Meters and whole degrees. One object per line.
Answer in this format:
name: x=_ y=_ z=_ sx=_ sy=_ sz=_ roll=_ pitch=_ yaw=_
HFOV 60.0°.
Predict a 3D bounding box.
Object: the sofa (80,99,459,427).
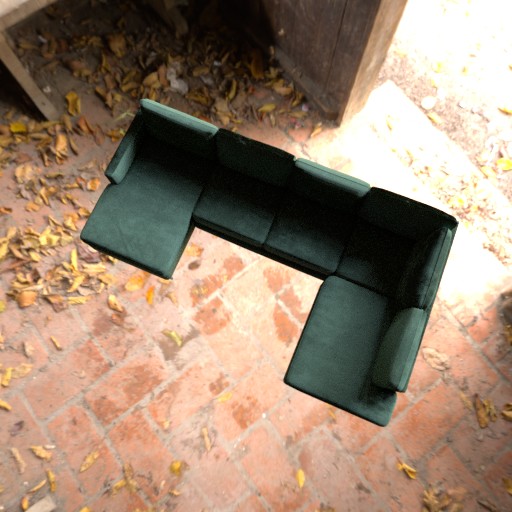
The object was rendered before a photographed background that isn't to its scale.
sofa: x=0.000 y=0.000 z=4.395 sx=3.434 sy=0.992 sz=2.055 roll=22 pitch=77 yaw=6
